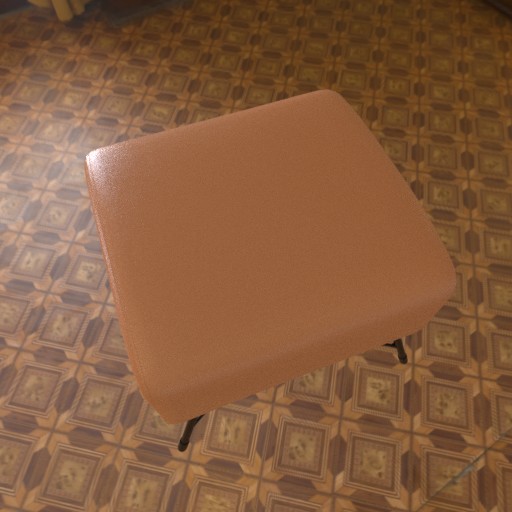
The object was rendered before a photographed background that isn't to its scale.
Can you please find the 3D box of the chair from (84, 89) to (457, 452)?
[{"bbox_3d":[0.000,0.000,0.886,0.530,0.410,0.530,-18,62,-10],"label":"chair"}]
